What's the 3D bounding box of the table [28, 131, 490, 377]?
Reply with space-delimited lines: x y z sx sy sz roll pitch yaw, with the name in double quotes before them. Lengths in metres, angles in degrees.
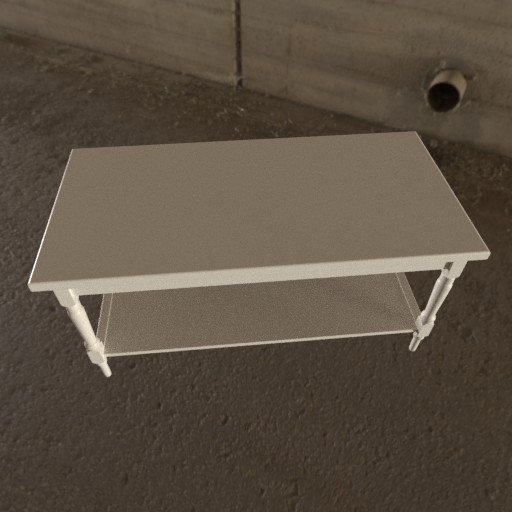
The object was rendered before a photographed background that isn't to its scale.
"table" 0.000 0.000 1.423 1.107 0.510 0.550 -4 47 -4
